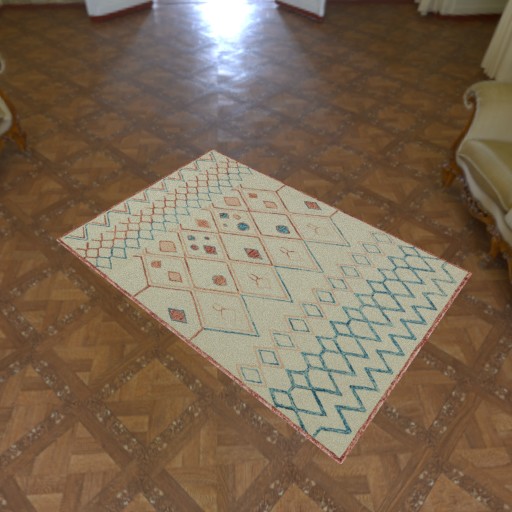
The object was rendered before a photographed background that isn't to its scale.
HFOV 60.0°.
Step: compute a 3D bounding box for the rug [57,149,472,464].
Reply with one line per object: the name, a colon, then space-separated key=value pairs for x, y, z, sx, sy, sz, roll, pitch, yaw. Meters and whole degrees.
rug: x=0.000 y=0.000 z=2.330 sx=1.829 sy=0.016 sz=1.219 roll=31 pitch=52 yaw=27
